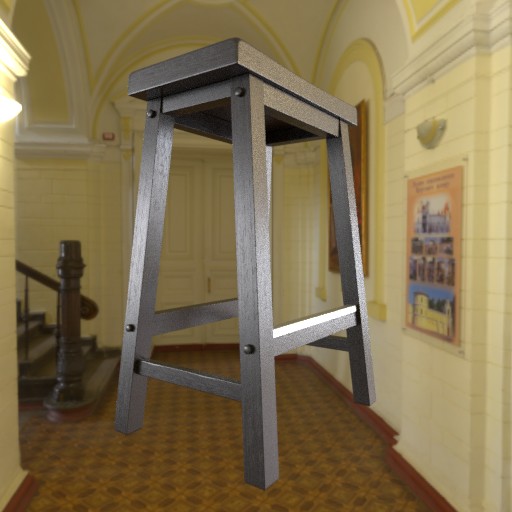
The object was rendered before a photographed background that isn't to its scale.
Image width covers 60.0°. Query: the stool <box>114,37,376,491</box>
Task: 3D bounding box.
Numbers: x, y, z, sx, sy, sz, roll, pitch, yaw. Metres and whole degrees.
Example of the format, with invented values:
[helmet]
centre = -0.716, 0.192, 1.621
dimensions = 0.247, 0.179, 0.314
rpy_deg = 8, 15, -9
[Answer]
[stool]
centre = 0.000, 0.000, 0.837
dimensions = 0.322, 0.610, 0.406
rpy_deg = 1, 3, 36
